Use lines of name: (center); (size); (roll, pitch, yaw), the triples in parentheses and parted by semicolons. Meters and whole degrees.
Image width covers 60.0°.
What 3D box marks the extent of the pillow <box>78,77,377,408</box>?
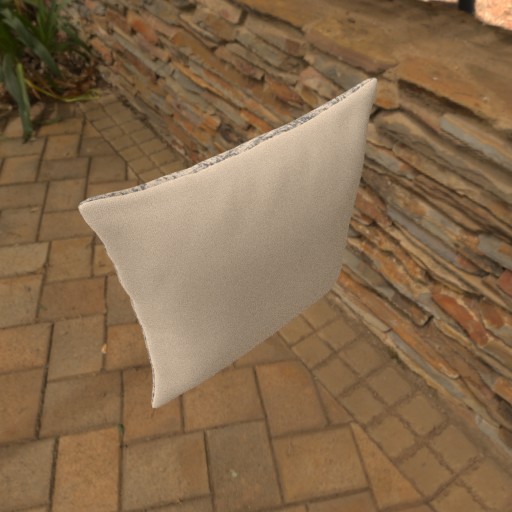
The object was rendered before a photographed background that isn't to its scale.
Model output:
pillow: (0.000, 0.000, 0.792); (0.523, 0.510, 0.166); (-31, 53, -27)
